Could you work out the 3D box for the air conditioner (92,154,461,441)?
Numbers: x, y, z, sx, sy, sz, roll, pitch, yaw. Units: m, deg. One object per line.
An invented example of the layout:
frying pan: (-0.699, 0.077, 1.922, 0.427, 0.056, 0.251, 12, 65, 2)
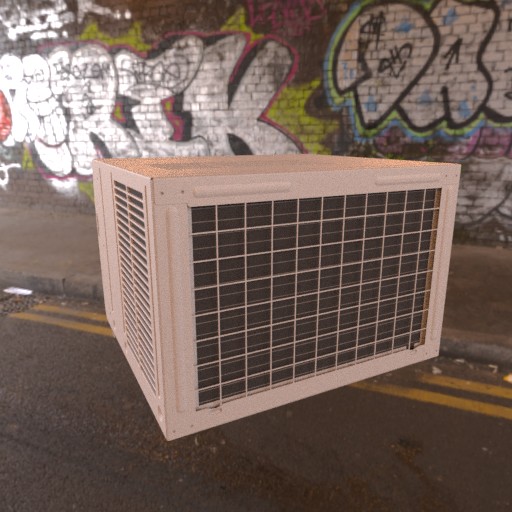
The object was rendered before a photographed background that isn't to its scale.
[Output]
air conditioner: (0.000, 0.000, 1.079, 0.645, 0.455, 0.599, -8, 17, -26)
